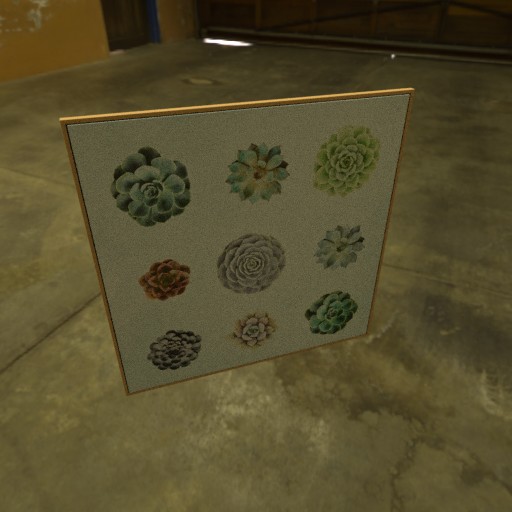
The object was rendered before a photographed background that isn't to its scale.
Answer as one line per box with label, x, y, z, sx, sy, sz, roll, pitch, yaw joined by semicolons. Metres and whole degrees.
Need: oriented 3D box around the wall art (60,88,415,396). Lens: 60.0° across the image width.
wall art;0.000;0.000;0.970;0.657;0.655;0.014;-10;35;-16
